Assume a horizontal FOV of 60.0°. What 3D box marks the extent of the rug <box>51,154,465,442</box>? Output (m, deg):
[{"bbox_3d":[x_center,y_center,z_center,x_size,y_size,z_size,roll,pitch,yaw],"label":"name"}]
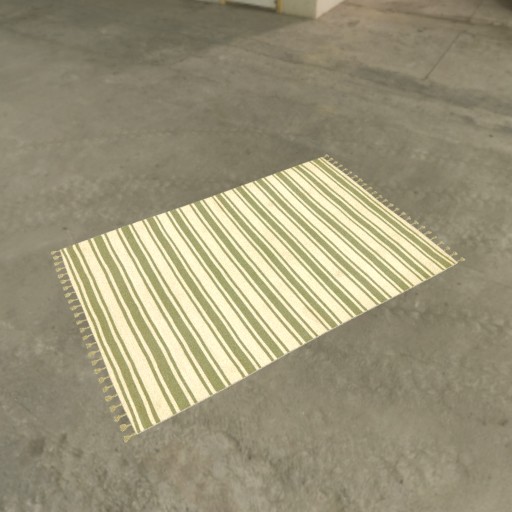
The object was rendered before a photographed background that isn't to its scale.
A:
[{"bbox_3d":[0.000,0.000,3.049,2.435,0.018,1.540,-23,49,-21],"label":"rug"}]
